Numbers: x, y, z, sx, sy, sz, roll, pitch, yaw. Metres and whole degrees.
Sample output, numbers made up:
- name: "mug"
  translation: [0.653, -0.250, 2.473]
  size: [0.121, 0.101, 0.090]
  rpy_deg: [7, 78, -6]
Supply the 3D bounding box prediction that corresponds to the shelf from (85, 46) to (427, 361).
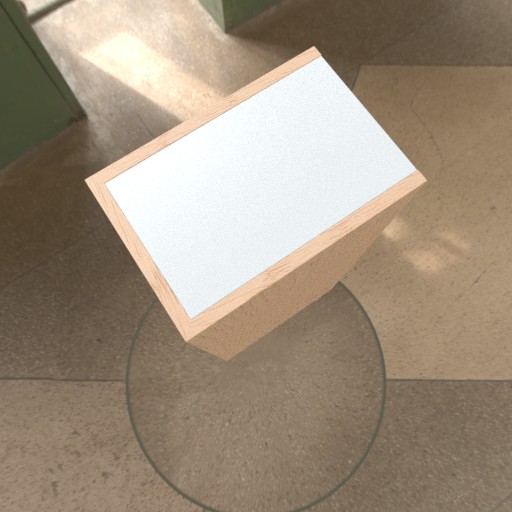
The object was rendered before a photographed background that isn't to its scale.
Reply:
- name: "shelf"
  translation: [0.000, 0.000, 0.743]
  size: [0.290, 0.600, 0.200]
  rpy_deg: [-33, 78, -8]
